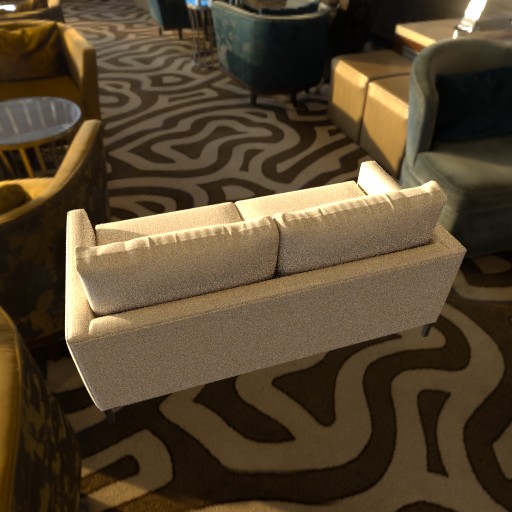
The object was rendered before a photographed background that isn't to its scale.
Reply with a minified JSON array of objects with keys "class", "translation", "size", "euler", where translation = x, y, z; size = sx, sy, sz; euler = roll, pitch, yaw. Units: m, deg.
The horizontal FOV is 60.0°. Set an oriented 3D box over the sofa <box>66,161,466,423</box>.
[{"class":"sofa","translation":[0.000,0.000,2.098],"size":[1.651,0.812,0.839],"euler":[-12,42,-13]}]
